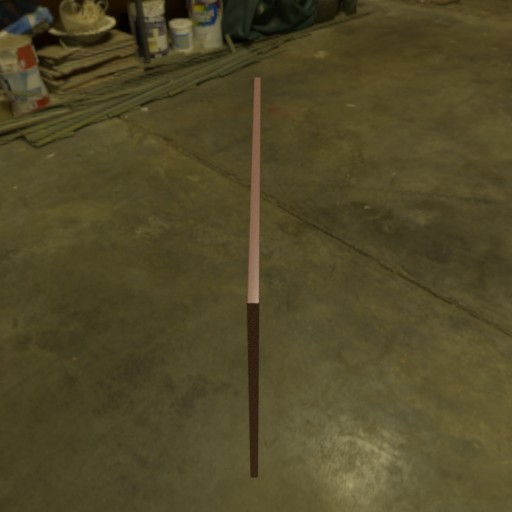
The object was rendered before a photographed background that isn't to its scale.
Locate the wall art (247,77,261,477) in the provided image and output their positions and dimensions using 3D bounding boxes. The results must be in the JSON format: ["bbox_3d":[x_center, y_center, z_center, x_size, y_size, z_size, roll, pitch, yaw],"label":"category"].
[{"bbox_3d":[0.000,0.000,0.873,0.014,0.455,0.660,0,42,0],"label":"wall art"}]
